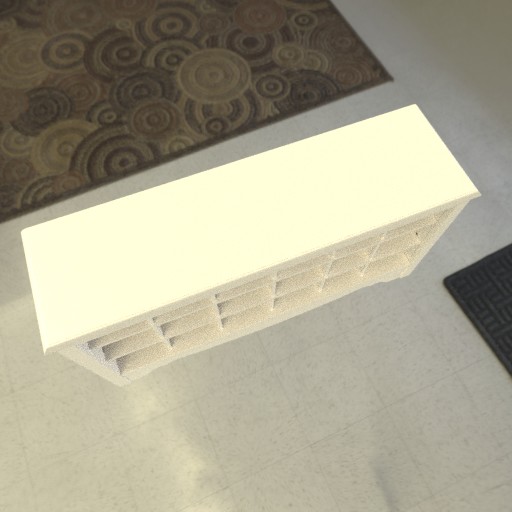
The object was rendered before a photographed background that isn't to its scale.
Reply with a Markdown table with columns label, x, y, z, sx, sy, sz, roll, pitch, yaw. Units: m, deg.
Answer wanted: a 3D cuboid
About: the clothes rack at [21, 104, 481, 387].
| label | x | y | z | sx | sy | sz | roll | pitch | yaw |
| --- | --- | --- | --- | --- | --- | --- | --- | --- | --- |
| clothes rack | 0.000 | 0.000 | 1.345 | 1.120 | 0.531 | 0.324 | -20 | 67 | -9 |
